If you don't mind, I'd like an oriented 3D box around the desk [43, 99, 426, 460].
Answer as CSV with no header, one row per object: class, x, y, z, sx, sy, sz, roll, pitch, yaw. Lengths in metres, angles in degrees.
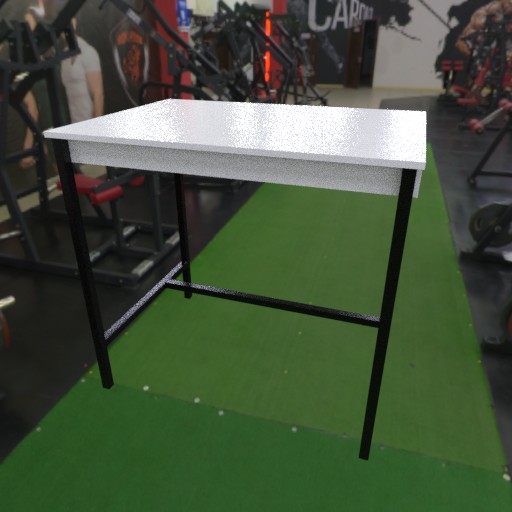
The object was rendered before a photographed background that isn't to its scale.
desk,0.000,0.000,1.290,0.811,0.766,0.573,9,28,17
